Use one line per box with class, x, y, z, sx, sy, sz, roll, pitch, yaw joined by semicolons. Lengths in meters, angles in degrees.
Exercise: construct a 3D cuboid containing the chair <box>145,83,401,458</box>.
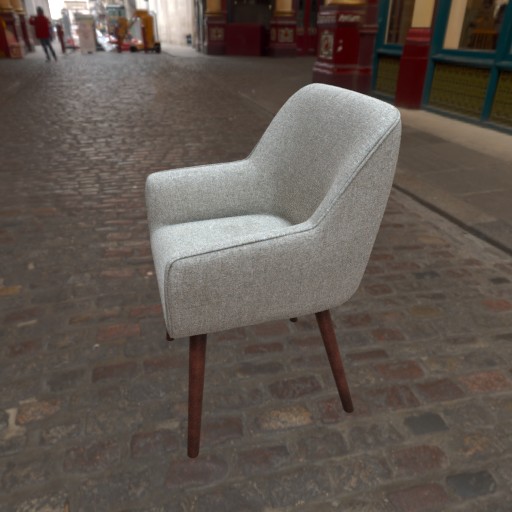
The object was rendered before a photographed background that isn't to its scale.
chair;0.000;0.000;1.168;0.519;0.803;0.543;-8;29;-14
